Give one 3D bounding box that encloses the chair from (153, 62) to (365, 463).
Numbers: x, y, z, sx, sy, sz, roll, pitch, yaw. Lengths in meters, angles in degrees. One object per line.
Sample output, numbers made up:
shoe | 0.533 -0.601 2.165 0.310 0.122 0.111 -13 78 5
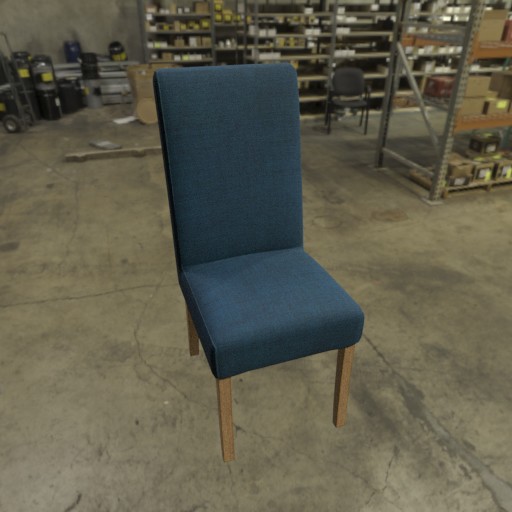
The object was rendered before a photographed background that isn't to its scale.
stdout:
chair | 0.000 0.000 1.375 0.450 1.029 0.610 -10 32 -17
